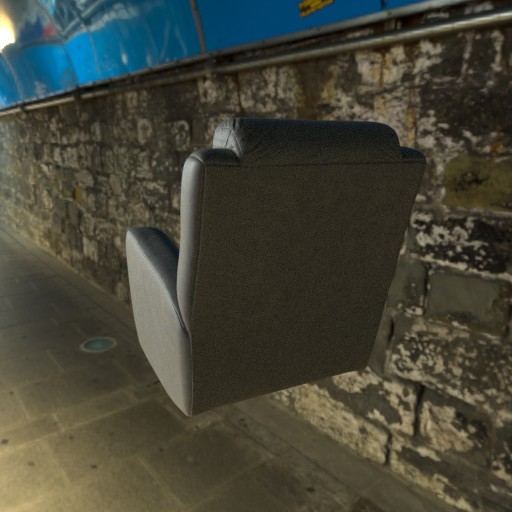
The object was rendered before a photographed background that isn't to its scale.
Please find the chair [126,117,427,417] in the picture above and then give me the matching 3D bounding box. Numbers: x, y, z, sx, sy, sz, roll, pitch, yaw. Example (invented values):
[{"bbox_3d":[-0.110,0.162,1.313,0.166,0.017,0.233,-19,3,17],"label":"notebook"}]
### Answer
[{"bbox_3d":[0.000,0.000,1.959,0.965,1.116,1.068,-7,16,-25],"label":"chair"}]
